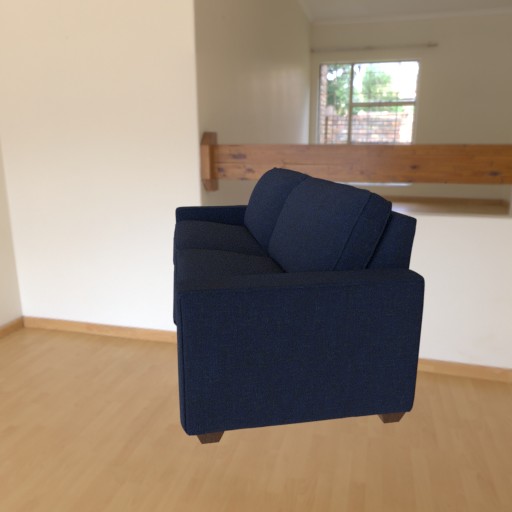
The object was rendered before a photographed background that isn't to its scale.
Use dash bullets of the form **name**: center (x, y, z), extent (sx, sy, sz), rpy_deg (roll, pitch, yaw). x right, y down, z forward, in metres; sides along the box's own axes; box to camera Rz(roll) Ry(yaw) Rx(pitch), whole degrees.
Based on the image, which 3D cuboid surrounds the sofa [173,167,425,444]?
- **sofa**: center (0.000, 0.000, 2.536), extent (0.940, 0.919, 2.080), rpy_deg (-2, 14, -10)
